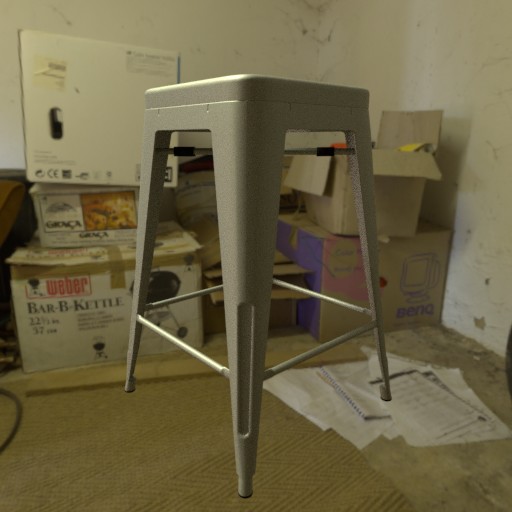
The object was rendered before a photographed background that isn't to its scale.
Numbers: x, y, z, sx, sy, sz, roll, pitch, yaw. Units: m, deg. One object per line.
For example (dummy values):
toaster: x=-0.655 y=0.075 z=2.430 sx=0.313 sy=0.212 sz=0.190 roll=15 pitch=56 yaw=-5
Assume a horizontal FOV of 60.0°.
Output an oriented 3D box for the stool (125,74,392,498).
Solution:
stool: x=0.000 y=0.000 z=0.861 sx=0.406 sy=0.610 sz=0.406 roll=-13 pitch=19 yaw=-40
